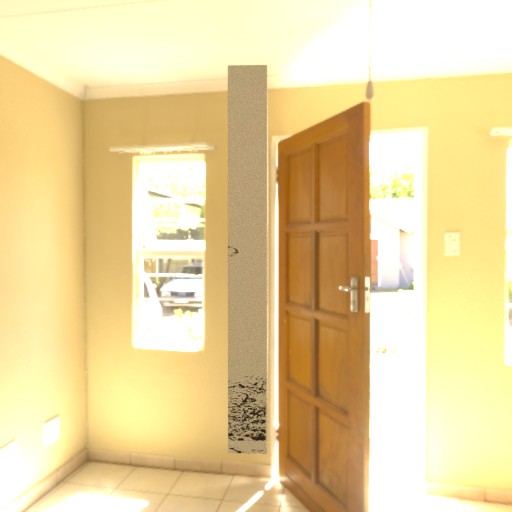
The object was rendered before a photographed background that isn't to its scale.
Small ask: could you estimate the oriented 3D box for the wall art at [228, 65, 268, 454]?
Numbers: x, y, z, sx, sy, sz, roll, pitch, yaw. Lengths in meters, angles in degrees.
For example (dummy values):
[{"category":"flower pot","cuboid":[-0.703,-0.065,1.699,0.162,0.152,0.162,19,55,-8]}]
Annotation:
[{"category":"wall art","cuboid":[0.000,0.000,0.776,0.042,0.414,0.608,0,1,2]}]
